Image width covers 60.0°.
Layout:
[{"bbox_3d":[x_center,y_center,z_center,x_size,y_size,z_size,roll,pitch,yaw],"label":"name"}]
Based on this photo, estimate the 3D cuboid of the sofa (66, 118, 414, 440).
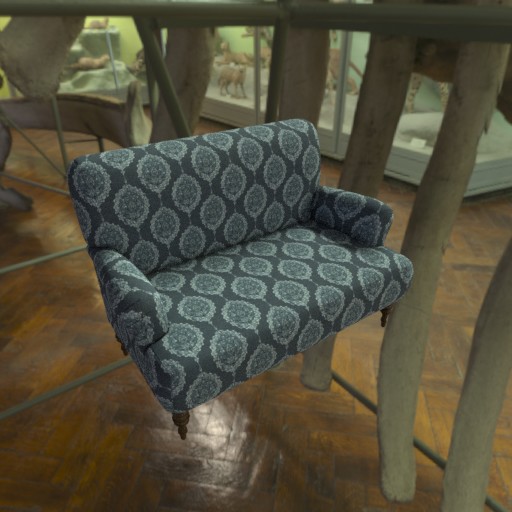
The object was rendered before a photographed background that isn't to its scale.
[{"bbox_3d":[0.000,0.000,1.863,1.297,0.867,0.779,-20,35,-31],"label":"sofa"}]
